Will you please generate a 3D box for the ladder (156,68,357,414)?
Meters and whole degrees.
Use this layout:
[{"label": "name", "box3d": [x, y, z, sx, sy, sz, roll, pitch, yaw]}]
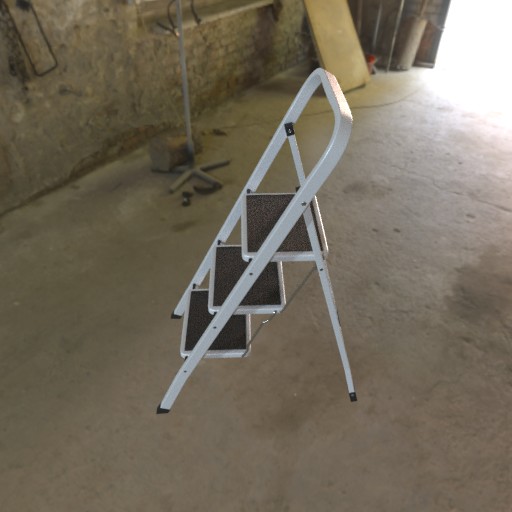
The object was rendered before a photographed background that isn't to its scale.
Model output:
[{"label": "ladder", "box3d": [0.000, 0.000, 1.383, 0.711, 1.050, 0.460, -1, 41, -1]}]
